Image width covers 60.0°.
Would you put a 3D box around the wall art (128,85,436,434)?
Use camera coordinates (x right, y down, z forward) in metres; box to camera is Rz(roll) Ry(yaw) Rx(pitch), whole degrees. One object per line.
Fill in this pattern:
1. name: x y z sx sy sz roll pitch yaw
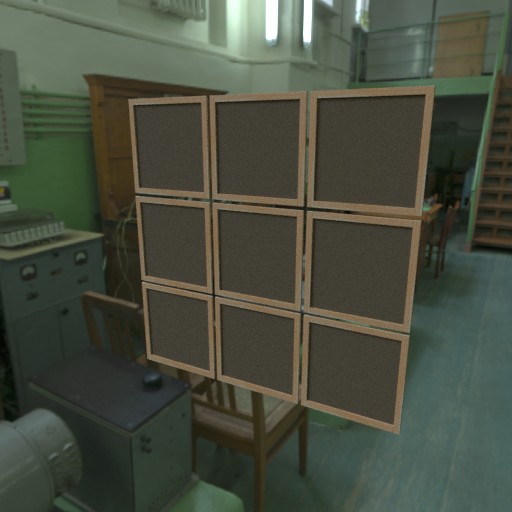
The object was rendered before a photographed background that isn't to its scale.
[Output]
1. wall art: 0.000 0.000 1.766 1.216 1.218 0.013 8 18 27
